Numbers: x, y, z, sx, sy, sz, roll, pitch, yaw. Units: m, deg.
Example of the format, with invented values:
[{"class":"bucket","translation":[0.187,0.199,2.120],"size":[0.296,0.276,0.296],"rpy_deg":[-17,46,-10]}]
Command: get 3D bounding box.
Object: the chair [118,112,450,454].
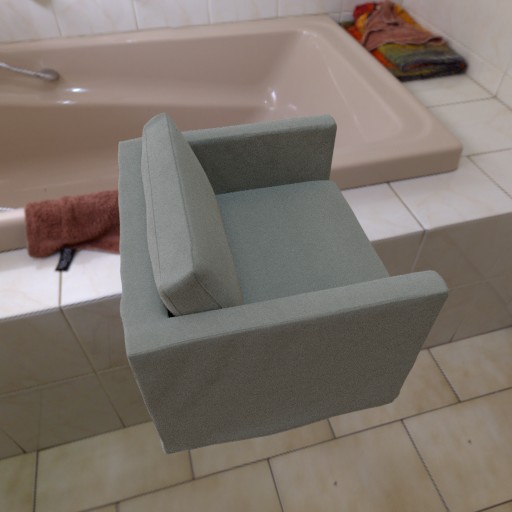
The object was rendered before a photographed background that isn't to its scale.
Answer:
[{"class":"chair","translation":[0.000,0.000,1.728],"size":[0.949,0.863,1.057],"rpy_deg":[-10,47,-9]}]
